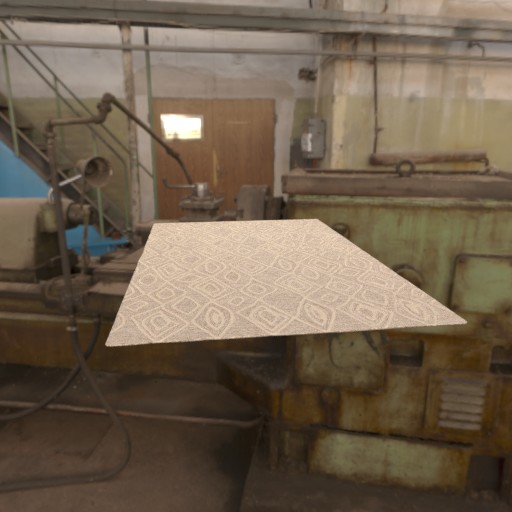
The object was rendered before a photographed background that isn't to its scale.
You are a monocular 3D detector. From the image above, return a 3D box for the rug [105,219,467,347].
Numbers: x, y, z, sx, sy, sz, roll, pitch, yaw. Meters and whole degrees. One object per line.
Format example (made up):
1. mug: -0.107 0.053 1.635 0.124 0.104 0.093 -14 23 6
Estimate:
1. rug: 0.000 0.000 2.997 1.546 0.010 2.442 -2 16 -8
